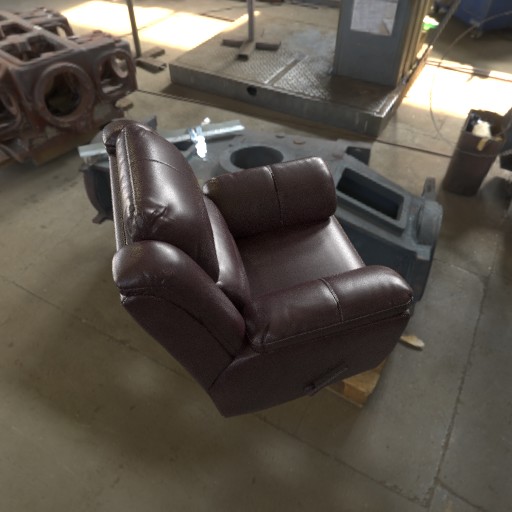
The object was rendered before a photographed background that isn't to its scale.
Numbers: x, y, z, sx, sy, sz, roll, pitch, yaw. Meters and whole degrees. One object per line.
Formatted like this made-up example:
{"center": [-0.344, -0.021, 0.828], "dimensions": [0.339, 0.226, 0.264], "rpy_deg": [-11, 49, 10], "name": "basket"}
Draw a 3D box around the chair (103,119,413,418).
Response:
{"center": [0.000, 0.000, 1.902], "dimensions": [1.041, 1.093, 0.990], "rpy_deg": [-11, 47, -11], "name": "chair"}
